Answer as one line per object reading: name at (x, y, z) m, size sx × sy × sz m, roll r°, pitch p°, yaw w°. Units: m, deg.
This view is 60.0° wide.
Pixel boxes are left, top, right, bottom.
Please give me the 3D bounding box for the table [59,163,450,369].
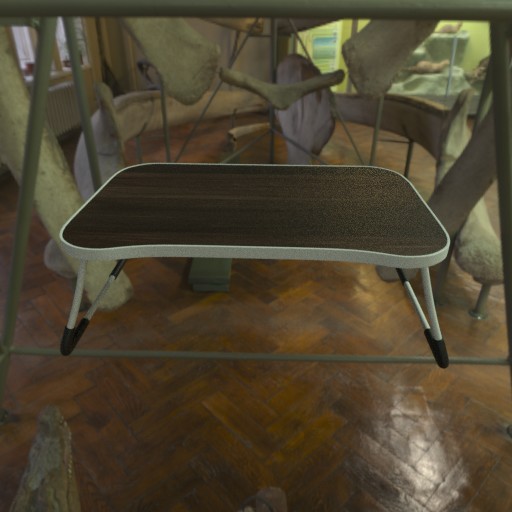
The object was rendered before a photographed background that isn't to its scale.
table at (0.000, 0.000, 0.845) m, size 0.660 × 0.232 × 0.400 m, roll 1°, pitch 29°, yaw 2°
